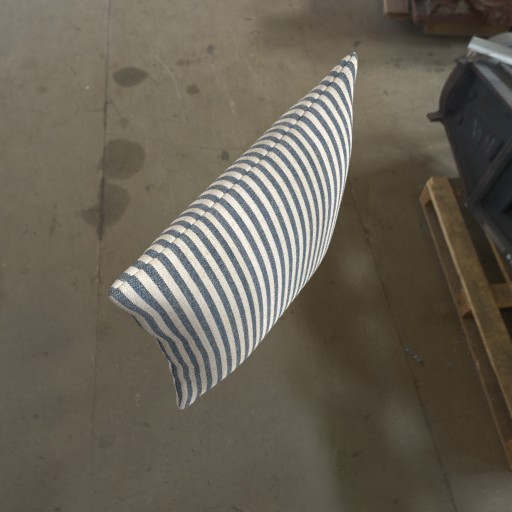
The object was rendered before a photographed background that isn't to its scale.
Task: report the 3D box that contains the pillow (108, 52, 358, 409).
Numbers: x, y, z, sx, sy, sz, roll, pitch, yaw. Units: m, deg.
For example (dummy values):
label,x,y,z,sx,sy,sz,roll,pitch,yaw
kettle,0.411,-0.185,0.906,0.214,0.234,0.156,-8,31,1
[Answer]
label,x,y,z,sx,sy,sz,roll,pitch,yaw
pillow,0.000,0.000,0.788,0.166,0.510,0.523,33,65,18
